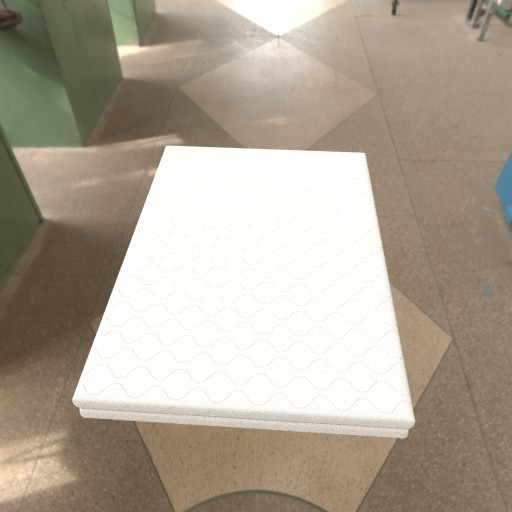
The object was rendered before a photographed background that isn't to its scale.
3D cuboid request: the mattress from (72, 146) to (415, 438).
[{"bbox_3d":[0.000,0.000,2.501,1.400,0.200,1.900,3,46,3],"label":"mattress"}]
